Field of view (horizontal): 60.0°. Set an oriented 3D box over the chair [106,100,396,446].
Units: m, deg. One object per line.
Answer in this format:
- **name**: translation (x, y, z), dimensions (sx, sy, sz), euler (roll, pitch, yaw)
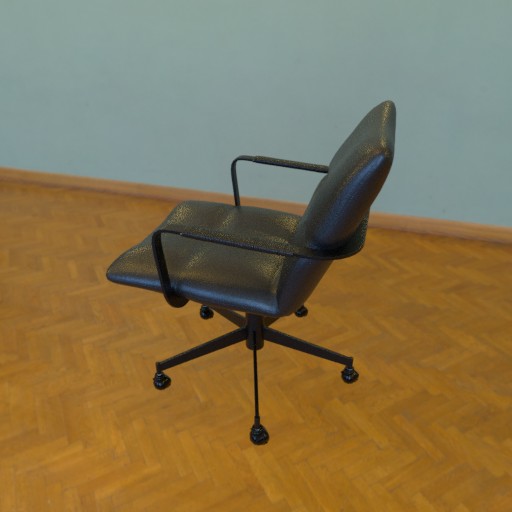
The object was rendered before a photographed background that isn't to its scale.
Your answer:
- **chair**: translation (0.000, 0.000, 1.430), dimensions (0.748, 0.922, 0.719), euler (8, 30, 14)
